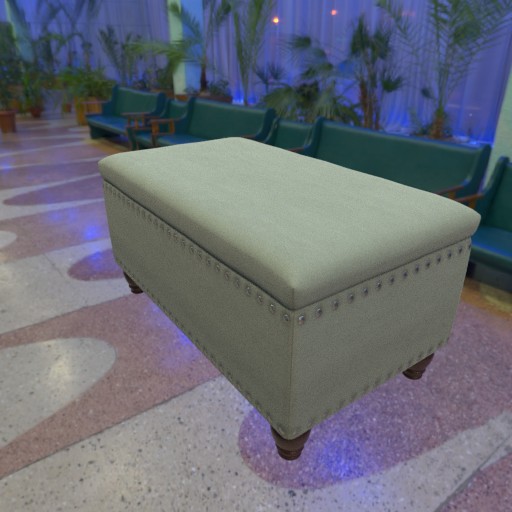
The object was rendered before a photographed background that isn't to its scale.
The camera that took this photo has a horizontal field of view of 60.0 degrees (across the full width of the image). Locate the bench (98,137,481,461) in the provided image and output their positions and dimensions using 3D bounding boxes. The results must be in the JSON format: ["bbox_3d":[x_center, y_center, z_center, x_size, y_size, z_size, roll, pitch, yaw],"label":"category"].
[{"bbox_3d":[0.000,0.000,1.174,0.500,0.449,0.887,-18,31,-32],"label":"bench"}]
